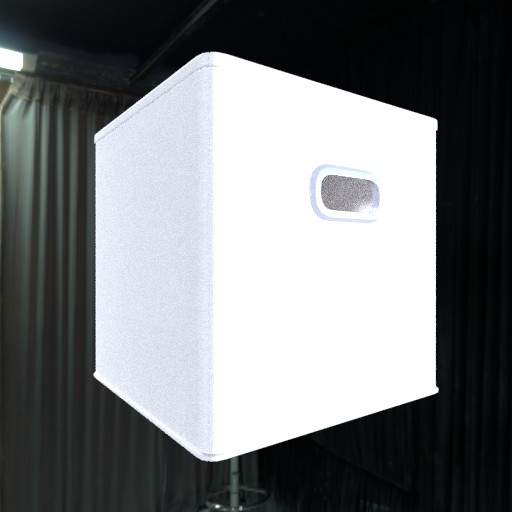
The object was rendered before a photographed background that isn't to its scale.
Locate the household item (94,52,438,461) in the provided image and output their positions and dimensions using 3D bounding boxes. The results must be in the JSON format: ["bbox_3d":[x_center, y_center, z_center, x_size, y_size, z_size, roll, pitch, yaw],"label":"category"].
[{"bbox_3d":[0.000,0.000,0.533,0.305,0.305,0.305,0,0,-36],"label":"household item"}]
